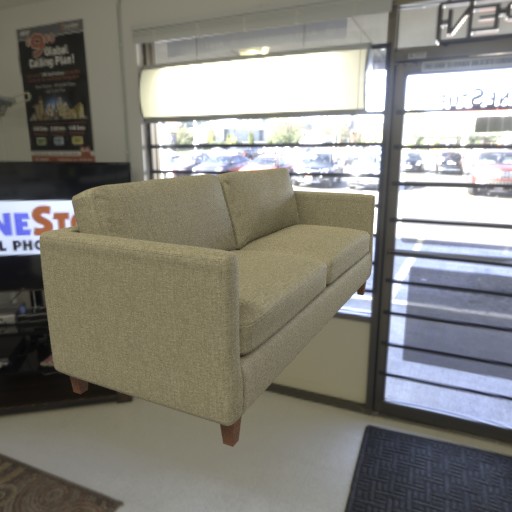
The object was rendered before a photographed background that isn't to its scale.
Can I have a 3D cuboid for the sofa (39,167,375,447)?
[{"bbox_3d":[0.000,0.000,2.638,0.956,0.960,2.208,7,15,26],"label":"sofa"}]
